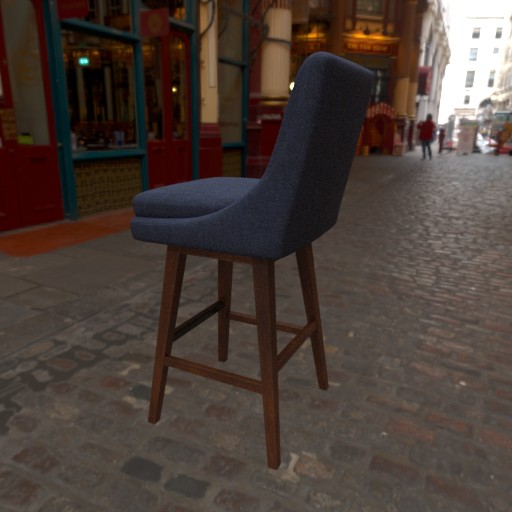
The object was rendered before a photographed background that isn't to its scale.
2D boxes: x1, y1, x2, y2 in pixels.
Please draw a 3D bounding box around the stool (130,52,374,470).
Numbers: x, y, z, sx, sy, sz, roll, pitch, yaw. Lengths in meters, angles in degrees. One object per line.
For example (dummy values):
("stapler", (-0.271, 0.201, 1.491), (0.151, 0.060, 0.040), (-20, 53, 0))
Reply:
("stool", (0.000, 0.000, 1.353), (0.572, 1.068, 0.489), (8, 19, 26))
